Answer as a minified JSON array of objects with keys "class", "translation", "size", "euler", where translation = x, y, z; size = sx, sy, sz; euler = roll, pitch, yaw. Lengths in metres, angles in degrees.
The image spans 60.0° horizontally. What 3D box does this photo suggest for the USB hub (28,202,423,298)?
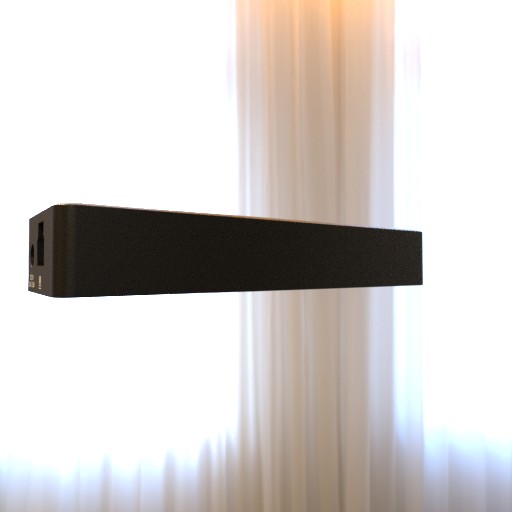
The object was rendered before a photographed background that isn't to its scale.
[{"class":"USB hub","translation":[0.000,0.000,0.162],"size":[0.145,0.023,0.044],"euler":[1,-2,-35]}]
